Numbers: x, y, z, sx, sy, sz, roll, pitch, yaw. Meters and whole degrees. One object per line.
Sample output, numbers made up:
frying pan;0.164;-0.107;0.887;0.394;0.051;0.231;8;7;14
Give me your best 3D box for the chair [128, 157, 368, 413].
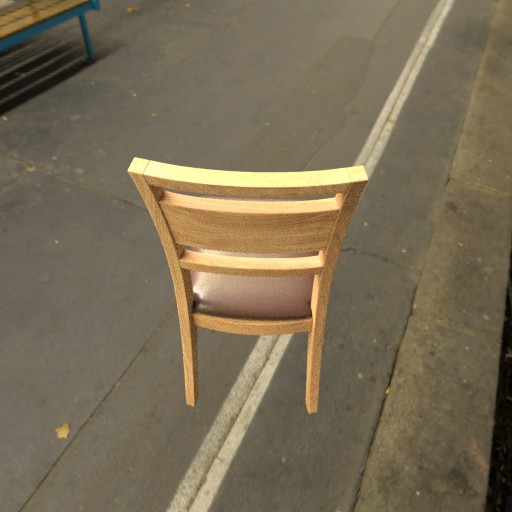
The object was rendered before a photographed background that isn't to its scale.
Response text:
chair;0.000;0.000;1.241;0.420;0.940;0.545;3;47;2
